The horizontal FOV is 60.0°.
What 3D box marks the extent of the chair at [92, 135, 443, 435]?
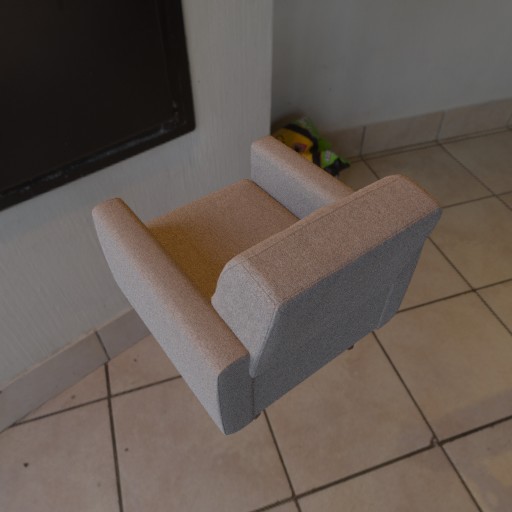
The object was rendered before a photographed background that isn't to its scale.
[{"bbox_3d":[0.000,0.000,1.577,0.831,0.839,0.907,-28,53,-24],"label":"chair"}]
